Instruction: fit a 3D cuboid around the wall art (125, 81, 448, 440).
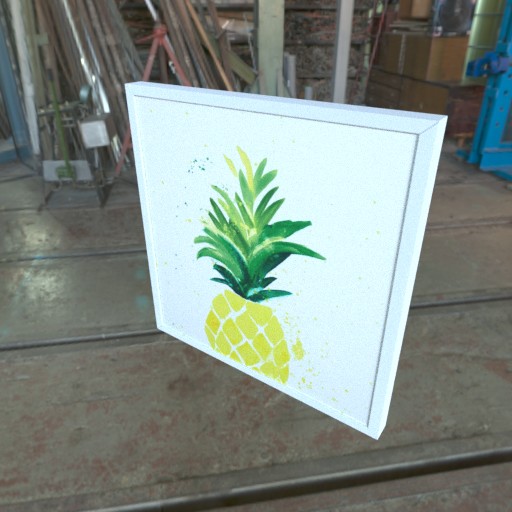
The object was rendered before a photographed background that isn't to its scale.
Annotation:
[{"bbox_3d":[0.000,0.000,0.741,0.508,0.507,0.035,19,34,30],"label":"wall art"}]
